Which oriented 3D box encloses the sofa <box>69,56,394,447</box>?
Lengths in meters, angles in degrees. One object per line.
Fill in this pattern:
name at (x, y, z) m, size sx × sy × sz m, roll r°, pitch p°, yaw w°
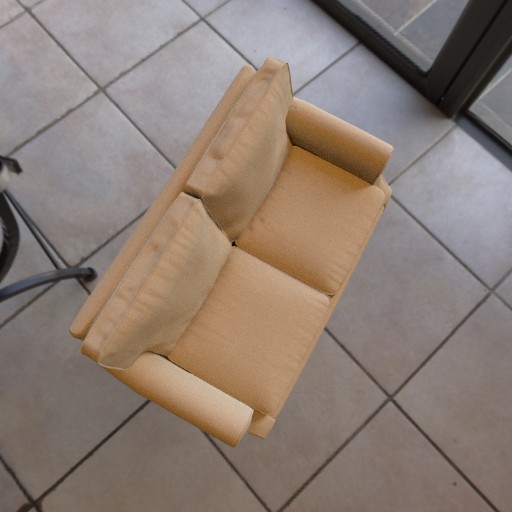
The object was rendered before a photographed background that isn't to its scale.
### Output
sofa at (0.000, 0.000, 2.238) m, size 0.964 × 0.937 × 1.665 m, roll 28°, pitch 77°, yaw 7°
